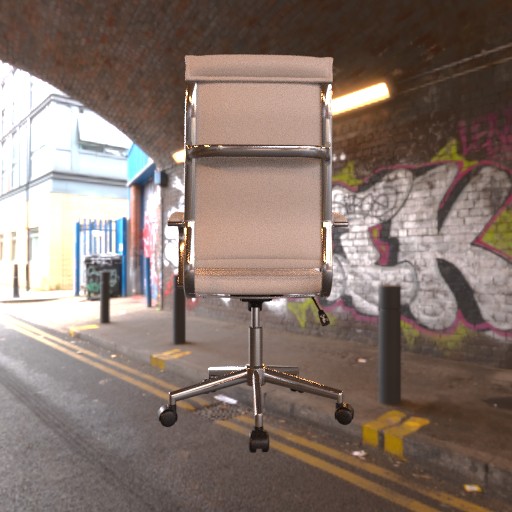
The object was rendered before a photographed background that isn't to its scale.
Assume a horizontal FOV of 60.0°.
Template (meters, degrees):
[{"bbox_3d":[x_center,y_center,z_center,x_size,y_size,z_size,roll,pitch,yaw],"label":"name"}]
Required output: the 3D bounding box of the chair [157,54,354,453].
[{"bbox_3d":[0.000,0.000,1.577,0.679,1.149,0.679,0,0,-2],"label":"chair"}]
